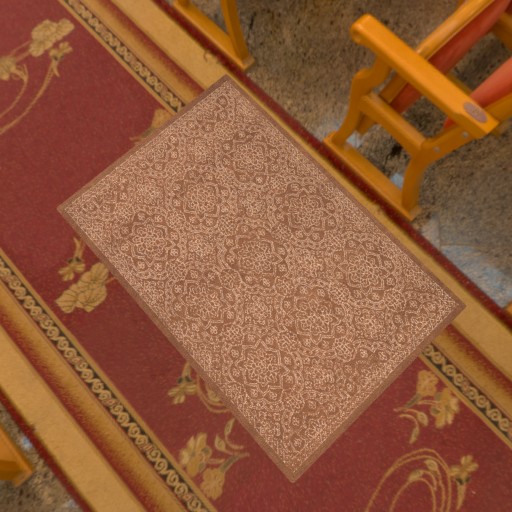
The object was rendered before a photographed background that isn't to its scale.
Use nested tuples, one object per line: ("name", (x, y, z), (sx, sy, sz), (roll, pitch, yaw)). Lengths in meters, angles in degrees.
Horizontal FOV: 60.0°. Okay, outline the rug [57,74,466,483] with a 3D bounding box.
("rug", (0.000, 0.000, 2.880), (1.524, 0.011, 2.286), (-42, 80, -9))
